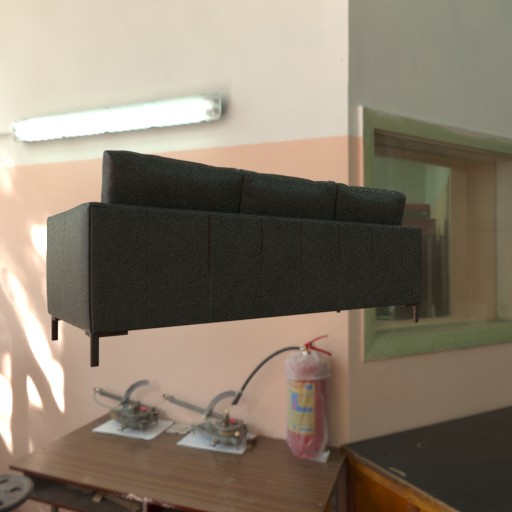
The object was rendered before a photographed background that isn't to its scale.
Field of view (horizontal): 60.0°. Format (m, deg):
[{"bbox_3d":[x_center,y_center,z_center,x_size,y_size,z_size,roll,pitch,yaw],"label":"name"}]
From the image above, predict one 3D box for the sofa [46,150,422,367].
[{"bbox_3d":[0.000,0.000,2.431,2.029,0.805,0.748,0,-1,-36],"label":"sofa"}]
